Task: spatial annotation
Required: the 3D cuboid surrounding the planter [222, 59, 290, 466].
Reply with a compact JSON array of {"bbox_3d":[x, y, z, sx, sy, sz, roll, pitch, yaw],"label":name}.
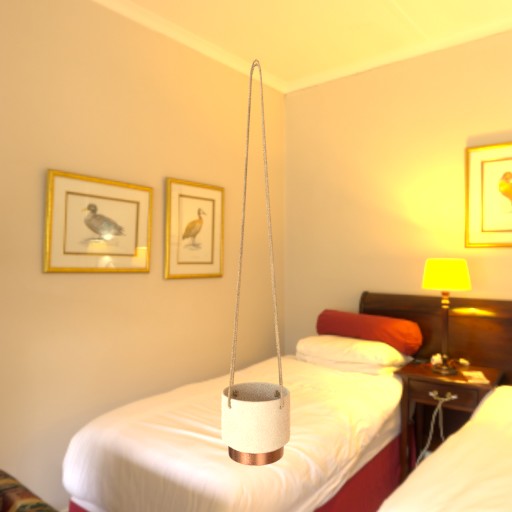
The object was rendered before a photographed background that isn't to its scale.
[{"bbox_3d":[0.000,0.000,0.947,0.146,0.841,0.146,0,-1,1],"label":"planter"}]
